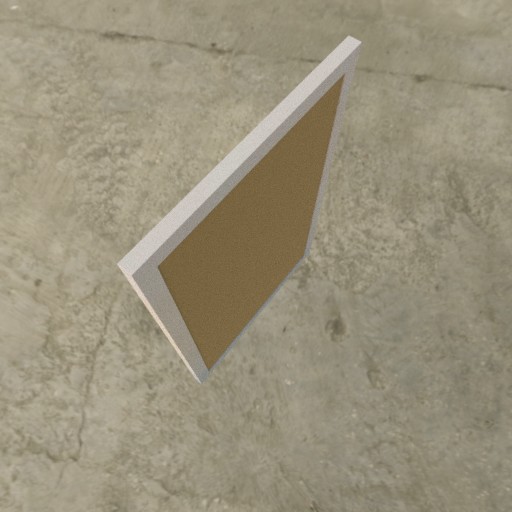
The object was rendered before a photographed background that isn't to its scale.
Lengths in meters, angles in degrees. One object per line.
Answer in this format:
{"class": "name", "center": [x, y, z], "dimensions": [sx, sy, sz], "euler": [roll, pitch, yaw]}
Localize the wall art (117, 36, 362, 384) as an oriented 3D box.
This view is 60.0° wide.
{"class": "wall art", "center": [0.000, 0.000, 1.440], "dimensions": [0.038, 1.143, 0.764], "euler": [35, 69, 15]}
